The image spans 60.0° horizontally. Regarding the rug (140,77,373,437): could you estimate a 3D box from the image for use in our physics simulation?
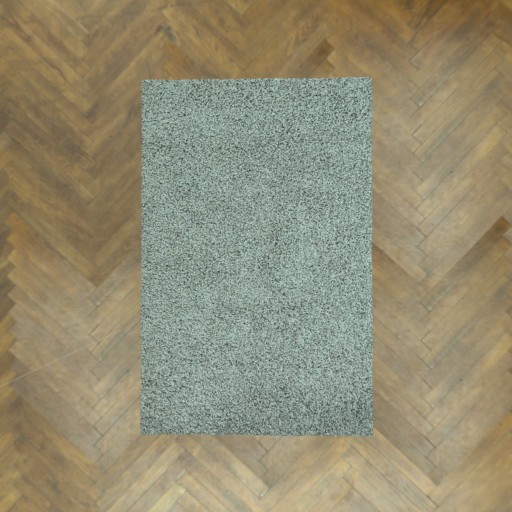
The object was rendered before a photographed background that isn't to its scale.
[{"bbox_3d":[0.000,0.000,3.408,1.778,0.030,2.743,0,89,1],"label":"rug"}]
